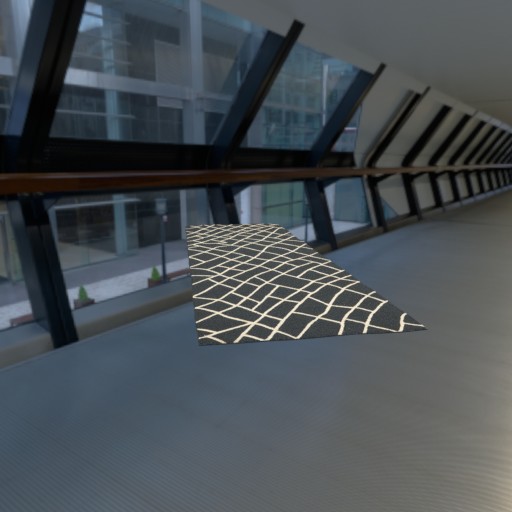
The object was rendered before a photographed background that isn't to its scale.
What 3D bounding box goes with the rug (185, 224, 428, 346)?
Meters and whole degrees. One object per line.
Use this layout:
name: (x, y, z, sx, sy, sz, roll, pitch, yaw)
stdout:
rug: (0.000, 0.000, 2.659, 0.807, 0.010, 2.476, -2, 13, -10)
